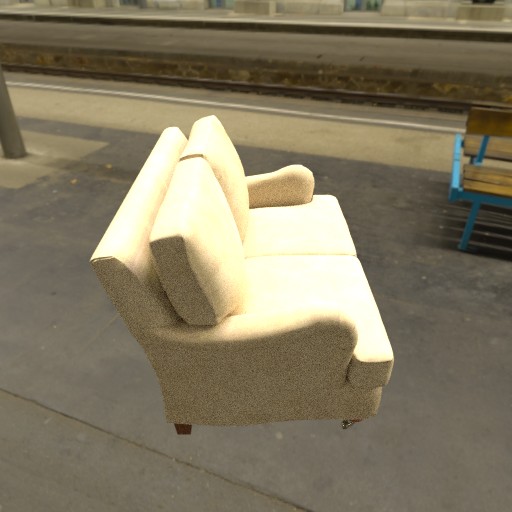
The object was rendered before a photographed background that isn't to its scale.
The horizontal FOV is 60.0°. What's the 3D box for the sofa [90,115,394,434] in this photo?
[{"bbox_3d":[0.000,0.000,2.263,1.086,1.087,1.498,0,33,0],"label":"sofa"}]
